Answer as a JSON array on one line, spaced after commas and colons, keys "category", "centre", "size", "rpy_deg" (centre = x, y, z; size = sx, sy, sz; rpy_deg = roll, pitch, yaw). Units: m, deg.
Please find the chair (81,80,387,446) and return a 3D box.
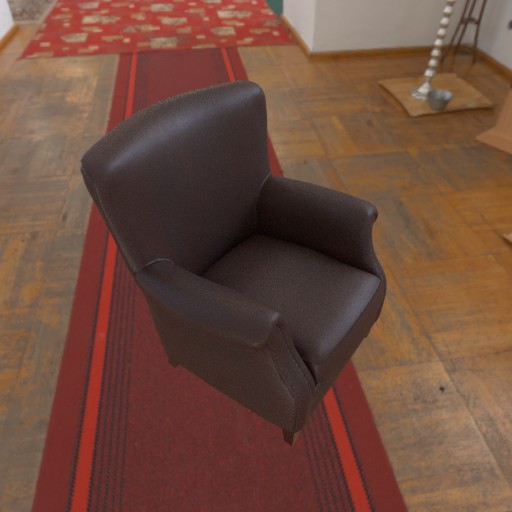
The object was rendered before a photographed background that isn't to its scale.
[{"category": "chair", "centre": [0.000, 0.000, 1.362], "size": [0.746, 0.800, 0.700], "rpy_deg": [26, 47, 26]}]
